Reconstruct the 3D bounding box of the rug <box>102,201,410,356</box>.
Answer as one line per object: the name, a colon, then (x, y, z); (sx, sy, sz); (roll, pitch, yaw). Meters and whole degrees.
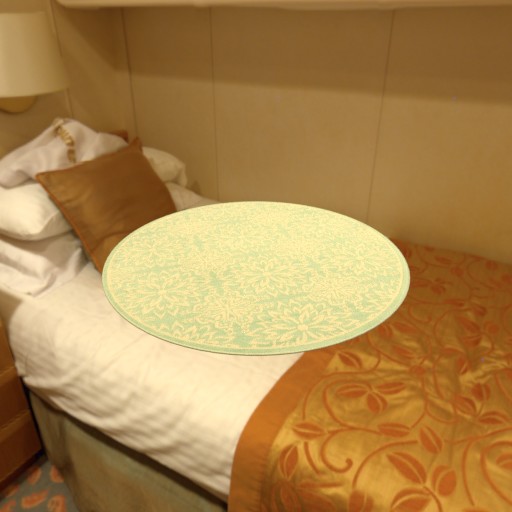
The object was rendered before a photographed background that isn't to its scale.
rug: (0.000, 0.000, 2.395); (1.593, 0.012, 1.593); (0, 28, 0)
